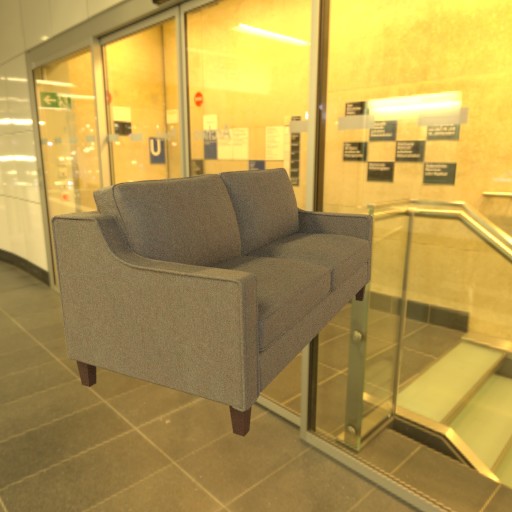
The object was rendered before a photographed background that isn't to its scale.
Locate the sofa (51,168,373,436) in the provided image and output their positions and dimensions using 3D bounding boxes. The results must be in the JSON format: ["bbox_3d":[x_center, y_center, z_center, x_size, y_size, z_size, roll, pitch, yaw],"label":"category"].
[{"bbox_3d":[0.000,0.000,2.874,1.073,1.074,2.181,6,14,26],"label":"sofa"}]
